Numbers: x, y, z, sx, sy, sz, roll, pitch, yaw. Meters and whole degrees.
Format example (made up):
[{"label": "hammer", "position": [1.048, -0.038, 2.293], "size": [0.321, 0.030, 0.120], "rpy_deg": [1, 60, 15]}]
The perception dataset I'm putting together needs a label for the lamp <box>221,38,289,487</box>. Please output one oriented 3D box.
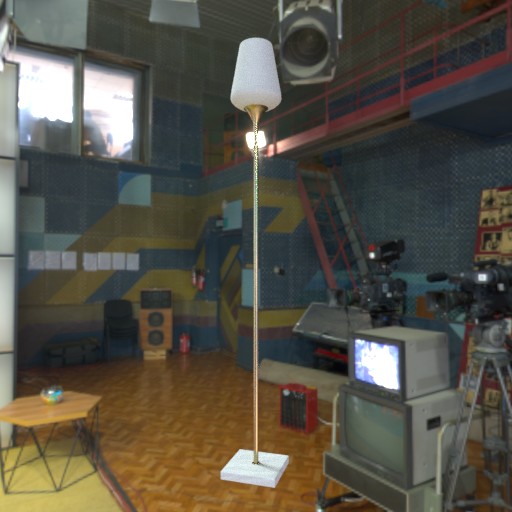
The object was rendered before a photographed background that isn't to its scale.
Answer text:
[{"label": "lamp", "position": [0.000, 0.000, 1.892], "size": [0.229, 1.813, 0.232], "rpy_deg": [0, -1, 18]}]
